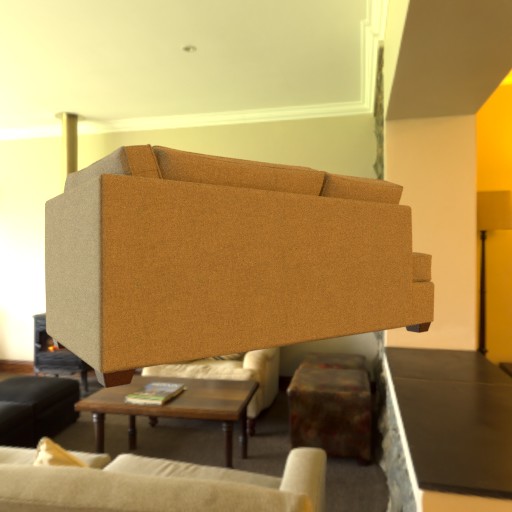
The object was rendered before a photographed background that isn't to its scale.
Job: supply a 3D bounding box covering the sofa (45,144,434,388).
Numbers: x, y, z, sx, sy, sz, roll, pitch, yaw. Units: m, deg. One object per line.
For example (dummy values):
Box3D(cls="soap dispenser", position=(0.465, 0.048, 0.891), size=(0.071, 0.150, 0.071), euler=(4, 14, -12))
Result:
Box3D(cls="sofa", position=(0.000, 0.000, 2.760), size=(2.238, 1.019, 1.110), euler=(0, 0, -36))
